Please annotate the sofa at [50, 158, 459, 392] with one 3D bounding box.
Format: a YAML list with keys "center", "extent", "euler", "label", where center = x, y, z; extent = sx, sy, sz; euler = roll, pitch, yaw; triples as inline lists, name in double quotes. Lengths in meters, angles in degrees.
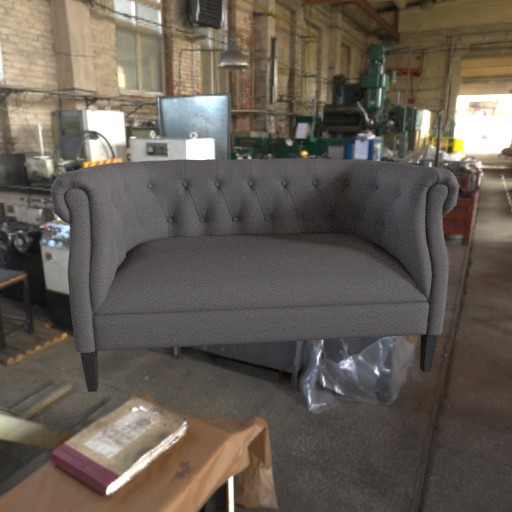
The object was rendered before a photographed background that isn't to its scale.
- center: [0.000, 0.000, 2.016]
  extent: [1.558, 0.827, 0.835]
  euler: [-2, 16, -6]
  label: "sofa"
